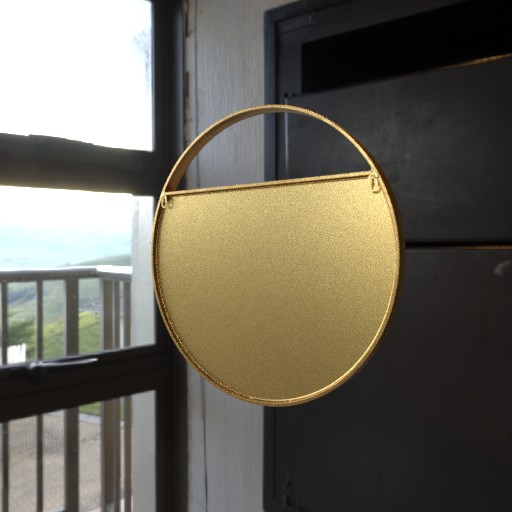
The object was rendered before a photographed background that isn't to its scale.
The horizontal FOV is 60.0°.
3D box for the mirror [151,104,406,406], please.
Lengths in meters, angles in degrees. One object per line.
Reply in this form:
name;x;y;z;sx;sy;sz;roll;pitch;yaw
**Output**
mirror;0.000;0.000;0.858;0.565;0.565;0.032;1;1;35
